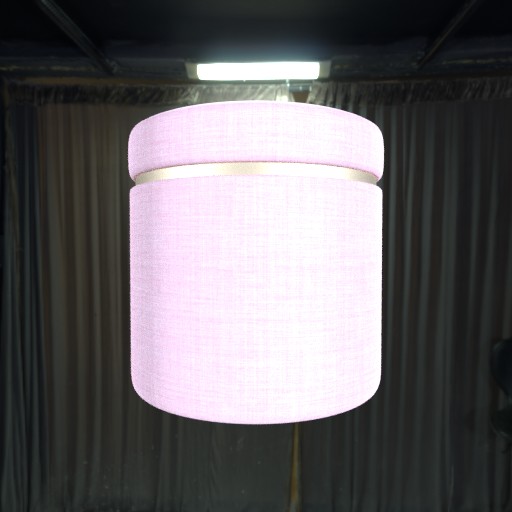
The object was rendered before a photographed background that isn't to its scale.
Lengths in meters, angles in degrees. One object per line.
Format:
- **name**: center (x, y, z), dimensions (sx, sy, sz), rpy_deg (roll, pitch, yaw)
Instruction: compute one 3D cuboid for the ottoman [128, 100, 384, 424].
- **ottoman**: center (0.000, 0.000, 0.726), dimensions (0.400, 0.406, 0.400), rpy_deg (0, 1, 0)
